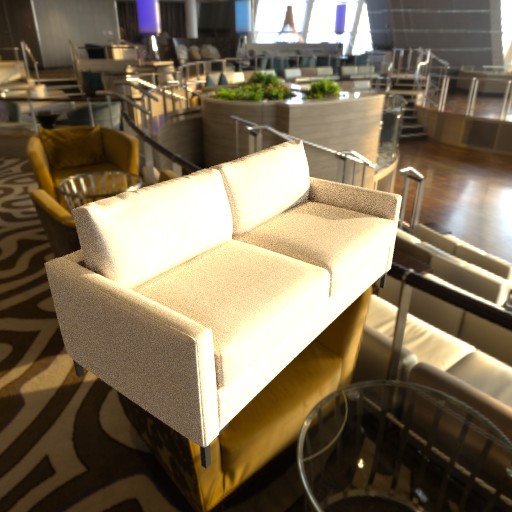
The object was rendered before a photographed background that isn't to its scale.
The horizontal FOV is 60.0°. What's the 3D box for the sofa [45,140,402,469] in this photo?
[{"bbox_3d":[0.000,0.000,2.134,0.839,0.812,1.651,19,32,33],"label":"sofa"}]
